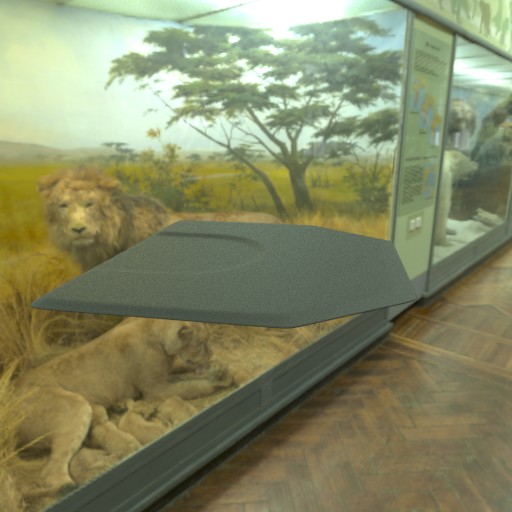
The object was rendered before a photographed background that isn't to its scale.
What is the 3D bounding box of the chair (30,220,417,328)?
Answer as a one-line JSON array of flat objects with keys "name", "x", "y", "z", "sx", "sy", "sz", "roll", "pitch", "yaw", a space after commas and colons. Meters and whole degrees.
[{"name": "chair", "x": 0.000, "y": 0.000, "z": 1.913, "sx": 1.219, "sy": 0.024, "sz": 1.372, "roll": 3, "pitch": 16, "yaw": 10}]
